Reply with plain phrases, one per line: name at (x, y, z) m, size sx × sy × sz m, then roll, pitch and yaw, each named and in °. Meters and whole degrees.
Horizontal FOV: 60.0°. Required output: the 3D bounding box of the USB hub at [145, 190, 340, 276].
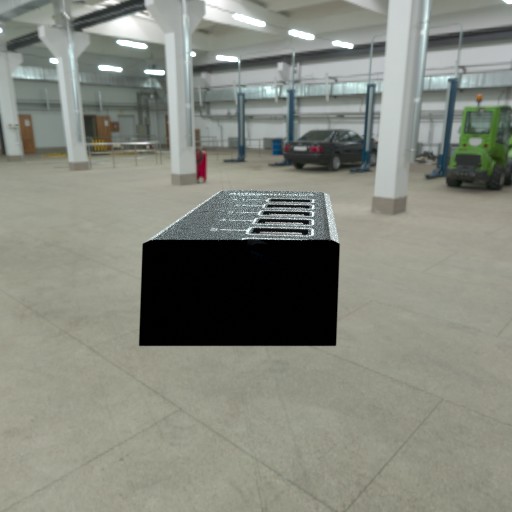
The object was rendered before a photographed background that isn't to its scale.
USB hub at (0.000, 0.000, 0.128) m, size 0.044 × 0.023 × 0.110 m, roll 2°, pitch 16°, yaw 7°
